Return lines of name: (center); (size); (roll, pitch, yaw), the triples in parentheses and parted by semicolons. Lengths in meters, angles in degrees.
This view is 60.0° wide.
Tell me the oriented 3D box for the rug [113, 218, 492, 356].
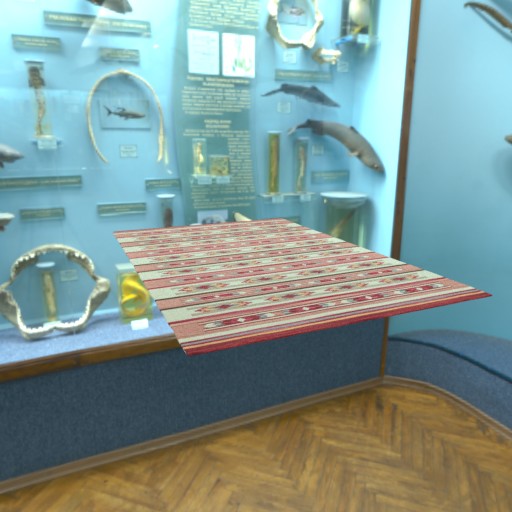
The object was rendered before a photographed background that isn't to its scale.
rug: (0.000, 0.000, 2.294); (1.223, 0.008, 1.817); (-7, 17, -23)
